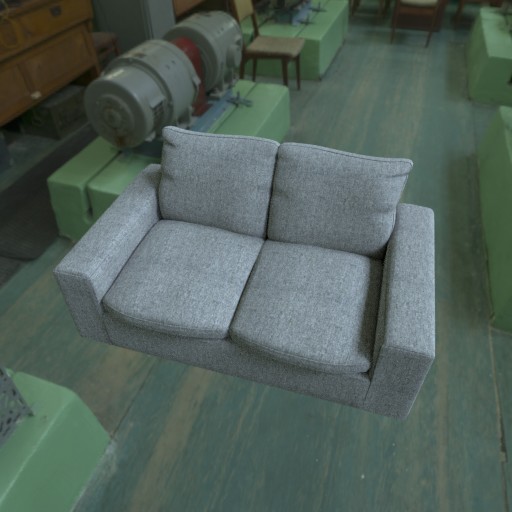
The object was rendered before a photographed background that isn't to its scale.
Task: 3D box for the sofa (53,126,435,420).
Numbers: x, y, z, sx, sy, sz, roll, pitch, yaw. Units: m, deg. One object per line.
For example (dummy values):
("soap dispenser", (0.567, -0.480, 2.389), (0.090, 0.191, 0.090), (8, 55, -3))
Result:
("sofa", (0.000, 0.000, 2.335), (1.758, 0.877, 1.094), (11, 43, 12))
